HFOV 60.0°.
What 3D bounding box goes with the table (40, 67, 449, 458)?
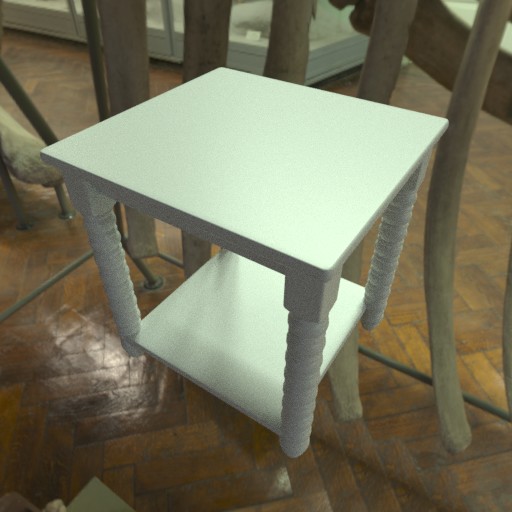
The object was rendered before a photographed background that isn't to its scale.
[{"bbox_3d":[0.000,0.000,0.956,0.533,0.563,0.500,23,46,25],"label":"table"}]
